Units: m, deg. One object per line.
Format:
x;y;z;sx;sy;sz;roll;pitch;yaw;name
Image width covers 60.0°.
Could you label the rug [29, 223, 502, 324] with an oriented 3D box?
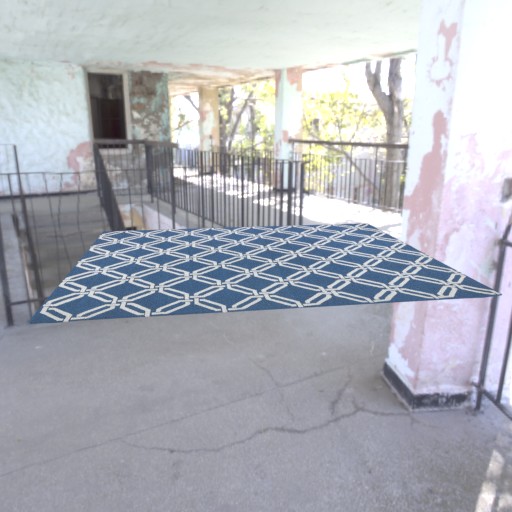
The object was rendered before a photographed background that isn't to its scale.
0.000;0.000;3.703;2.867;0.020;2.277;-2;16;-8;rug
